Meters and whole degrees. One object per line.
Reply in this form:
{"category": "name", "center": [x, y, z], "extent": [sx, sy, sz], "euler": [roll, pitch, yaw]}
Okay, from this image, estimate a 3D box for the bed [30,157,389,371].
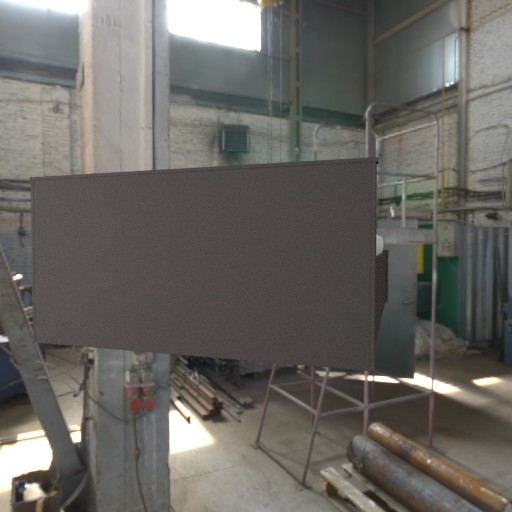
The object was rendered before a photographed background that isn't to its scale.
{"category": "bed", "center": [0.000, 0.000, 2.916], "extent": [1.634, 0.808, 2.103], "euler": [1, 2, 18]}
